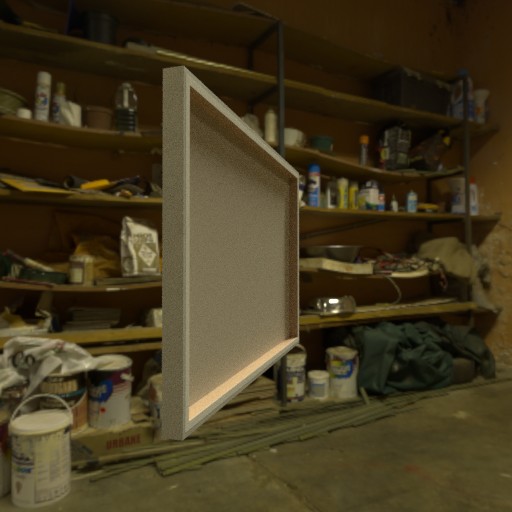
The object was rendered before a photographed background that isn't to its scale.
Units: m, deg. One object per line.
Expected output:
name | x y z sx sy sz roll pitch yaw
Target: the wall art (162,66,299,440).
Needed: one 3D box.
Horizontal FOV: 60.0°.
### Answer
wall art | 0.000 0.000 1.163 0.038 0.610 0.915 0 -1 17
